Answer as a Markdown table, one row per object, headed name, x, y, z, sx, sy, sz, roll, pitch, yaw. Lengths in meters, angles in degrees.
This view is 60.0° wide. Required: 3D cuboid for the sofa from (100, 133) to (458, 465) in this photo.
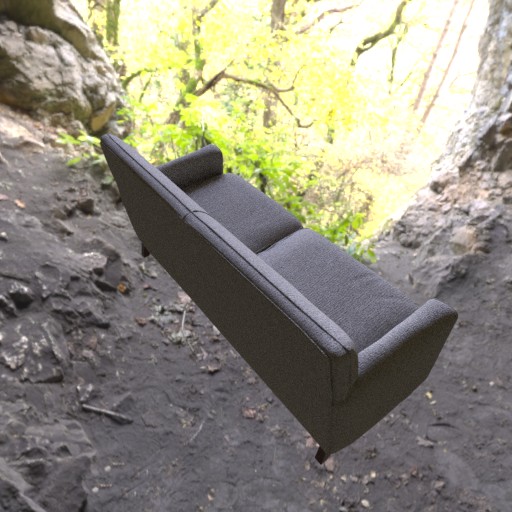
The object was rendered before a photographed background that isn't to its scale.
| name | x | y | z | sx | sy | sz | roll | pitch | yaw |
| --- | --- | --- | --- | --- | --- | --- | --- | --- | --- |
| sofa | 0.000 | 0.000 | 2.504 | 0.854 | 0.942 | 2.026 | -26 | 47 | -27 |
